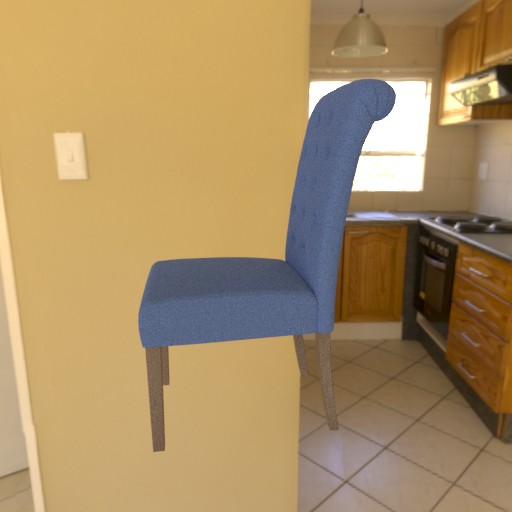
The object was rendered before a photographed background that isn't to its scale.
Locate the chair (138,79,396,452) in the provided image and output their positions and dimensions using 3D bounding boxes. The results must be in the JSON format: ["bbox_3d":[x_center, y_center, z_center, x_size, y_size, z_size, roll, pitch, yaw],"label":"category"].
[{"bbox_3d":[0.000,0.000,1.362,0.671,1.006,0.456,-2,13,-9],"label":"chair"}]
